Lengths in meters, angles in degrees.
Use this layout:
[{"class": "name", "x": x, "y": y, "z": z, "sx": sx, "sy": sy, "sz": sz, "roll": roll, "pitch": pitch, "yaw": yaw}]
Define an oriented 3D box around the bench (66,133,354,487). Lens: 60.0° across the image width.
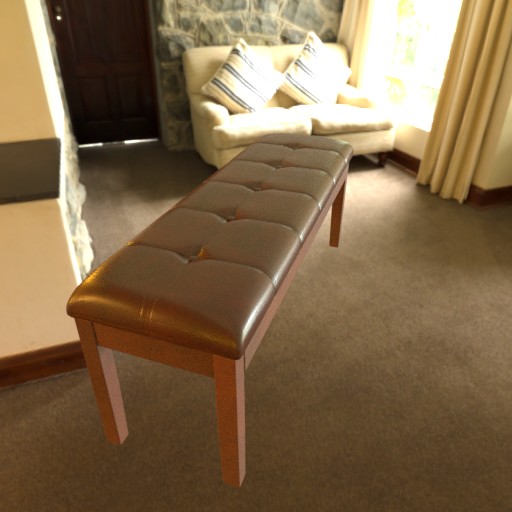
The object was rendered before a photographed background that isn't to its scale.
[{"class": "bench", "x": 0.000, "y": 0.000, "z": 1.452, "sx": 0.401, "sy": 0.491, "sz": 1.259, "roll": 11, "pitch": 33, "yaw": 17}]
